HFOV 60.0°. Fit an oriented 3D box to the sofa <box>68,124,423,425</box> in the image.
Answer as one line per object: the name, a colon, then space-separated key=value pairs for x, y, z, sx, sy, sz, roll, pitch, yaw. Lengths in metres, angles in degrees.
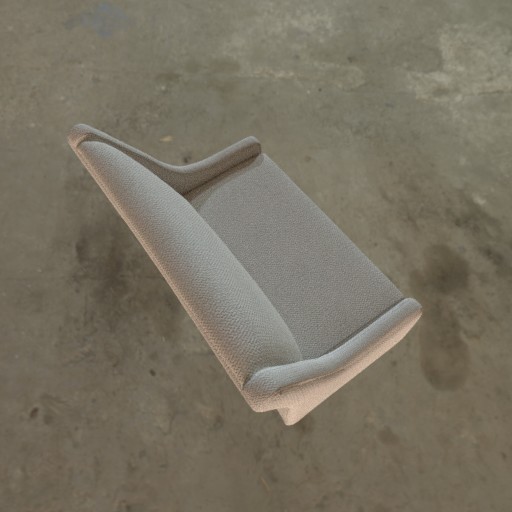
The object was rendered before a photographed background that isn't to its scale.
sofa: x=0.000 y=0.000 z=1.924 sx=0.870 sy=1.022 sz=1.242 roll=-32 pitch=65 yaw=-17
